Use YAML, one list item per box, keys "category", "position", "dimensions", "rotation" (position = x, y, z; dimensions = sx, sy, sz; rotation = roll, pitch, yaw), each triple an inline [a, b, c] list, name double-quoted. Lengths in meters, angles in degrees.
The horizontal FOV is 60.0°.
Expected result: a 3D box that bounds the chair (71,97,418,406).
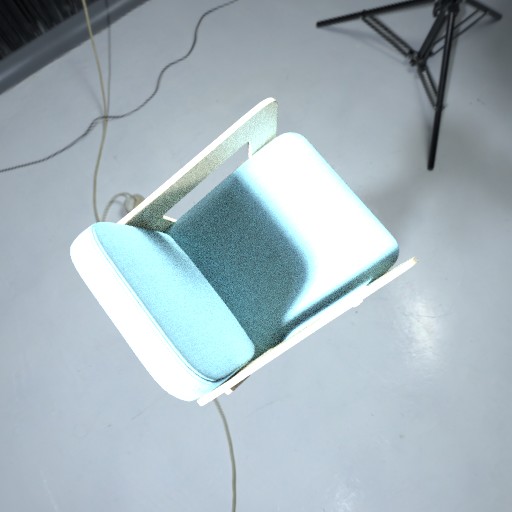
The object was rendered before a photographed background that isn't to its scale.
- category: "chair"
  position: [0.000, 0.000, 1.282]
  dimensions: [0.710, 0.800, 0.590]
  rotation: [-37, 80, -8]
